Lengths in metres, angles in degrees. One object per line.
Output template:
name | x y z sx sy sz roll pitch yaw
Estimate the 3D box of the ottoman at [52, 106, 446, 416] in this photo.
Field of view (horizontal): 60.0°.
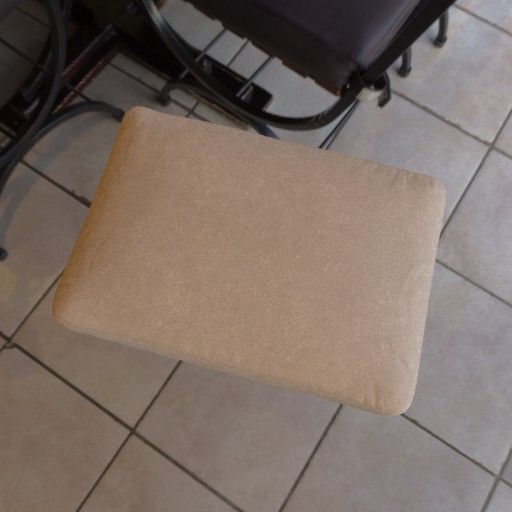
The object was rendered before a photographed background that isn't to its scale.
ottoman | 0.000 0.000 1.600 1.199 0.429 0.840 14 75 4
